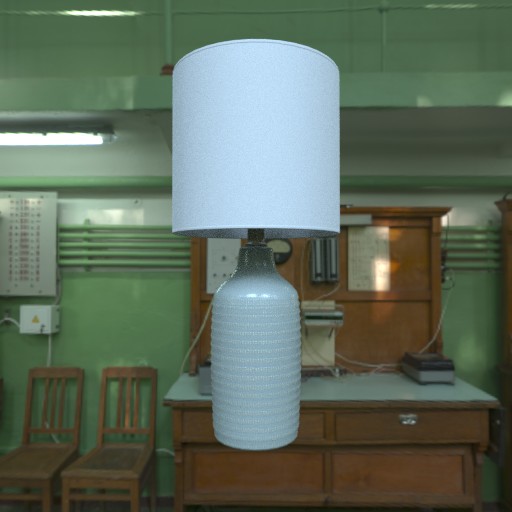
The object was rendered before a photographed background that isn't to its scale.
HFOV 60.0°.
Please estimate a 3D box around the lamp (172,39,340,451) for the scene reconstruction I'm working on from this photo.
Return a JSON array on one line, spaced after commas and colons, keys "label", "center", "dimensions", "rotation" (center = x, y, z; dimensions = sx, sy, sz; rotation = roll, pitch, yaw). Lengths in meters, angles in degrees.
[{"label": "lamp", "center": [0.000, 0.000, 0.594], "dimensions": [0.220, 0.475, 0.220], "rotation": [0, -1, 0]}]
